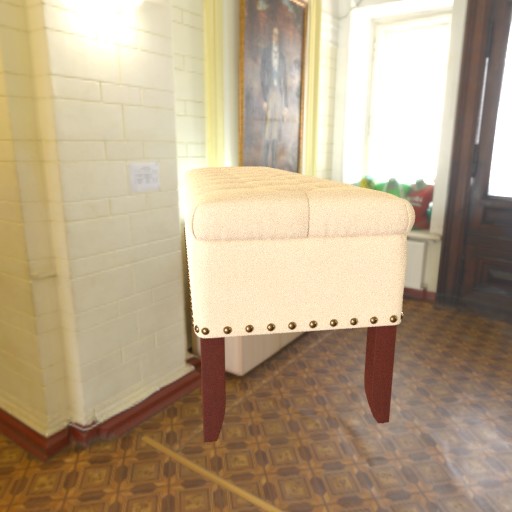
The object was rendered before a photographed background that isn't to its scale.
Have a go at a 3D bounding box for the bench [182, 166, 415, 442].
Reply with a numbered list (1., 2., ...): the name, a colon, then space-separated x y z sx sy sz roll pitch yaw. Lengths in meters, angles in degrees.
1. bench: 0.000 0.000 1.283 0.400 0.470 1.054 -2 14 -9
